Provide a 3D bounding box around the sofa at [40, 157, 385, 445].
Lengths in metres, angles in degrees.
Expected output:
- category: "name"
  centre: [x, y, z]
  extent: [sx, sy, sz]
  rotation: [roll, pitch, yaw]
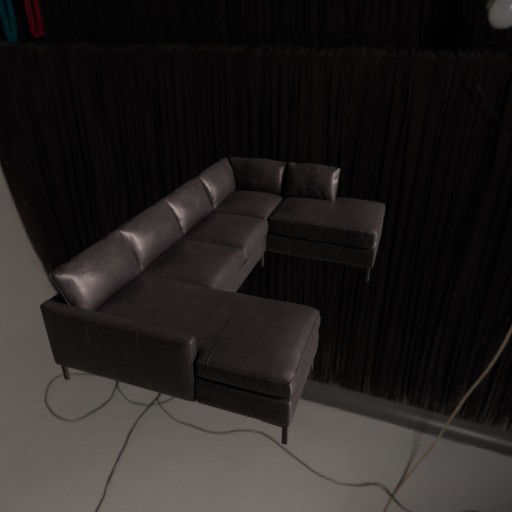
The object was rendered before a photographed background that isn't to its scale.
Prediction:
- category: "sofa"
  centre: [0.000, 0.000, 3.877]
  extent: [1.939, 0.900, 2.956]
  rotation: [10, 30, 17]
